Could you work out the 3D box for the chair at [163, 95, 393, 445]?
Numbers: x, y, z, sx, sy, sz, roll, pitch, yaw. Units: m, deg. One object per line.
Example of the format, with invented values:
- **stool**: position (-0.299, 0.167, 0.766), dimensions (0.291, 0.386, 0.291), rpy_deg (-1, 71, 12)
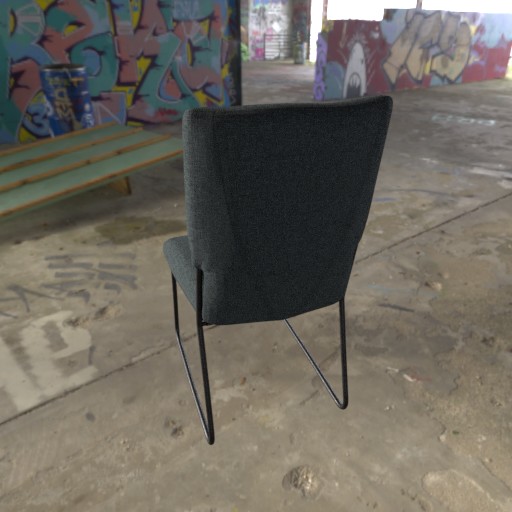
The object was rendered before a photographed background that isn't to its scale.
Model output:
- **chair**: position (0.000, 0.000, 1.287), dimensions (0.480, 0.931, 0.635), rpy_deg (-9, 28, -16)
